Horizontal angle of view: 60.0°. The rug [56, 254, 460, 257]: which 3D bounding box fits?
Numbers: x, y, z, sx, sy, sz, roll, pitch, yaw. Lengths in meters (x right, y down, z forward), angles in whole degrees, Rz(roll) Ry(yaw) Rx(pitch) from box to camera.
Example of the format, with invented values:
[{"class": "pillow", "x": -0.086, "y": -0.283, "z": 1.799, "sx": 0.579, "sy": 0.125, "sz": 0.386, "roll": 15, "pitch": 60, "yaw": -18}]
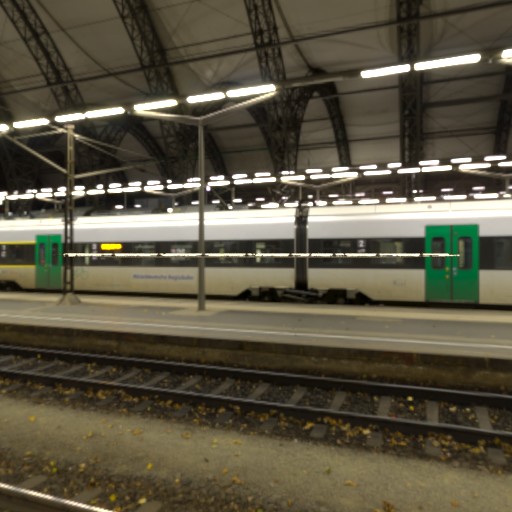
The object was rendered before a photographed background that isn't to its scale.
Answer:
[{"class": "rug", "x": 0.000, "y": 0.000, "z": 4.146, "sx": 2.342, "sy": 0.026, "sz": 3.221, "roll": 0, "pitch": 0, "yaw": 0}]
